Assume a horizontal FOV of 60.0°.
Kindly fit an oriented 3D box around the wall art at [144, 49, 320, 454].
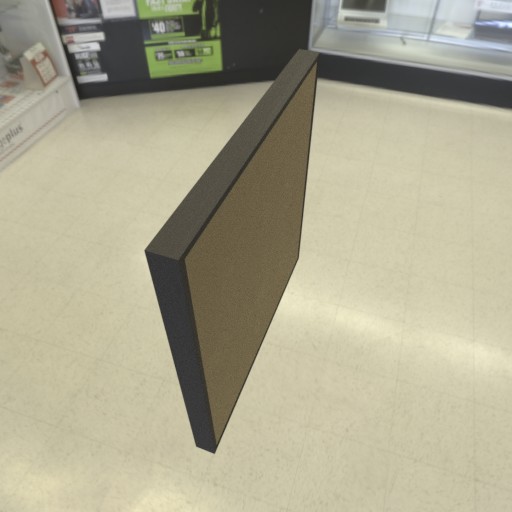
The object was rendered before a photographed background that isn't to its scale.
[{"bbox_3d":[0.000,0.000,0.770,0.037,0.507,0.509,15,49,14],"label":"wall art"}]
